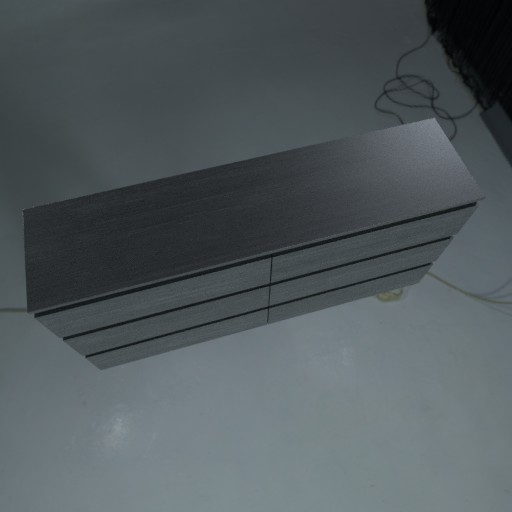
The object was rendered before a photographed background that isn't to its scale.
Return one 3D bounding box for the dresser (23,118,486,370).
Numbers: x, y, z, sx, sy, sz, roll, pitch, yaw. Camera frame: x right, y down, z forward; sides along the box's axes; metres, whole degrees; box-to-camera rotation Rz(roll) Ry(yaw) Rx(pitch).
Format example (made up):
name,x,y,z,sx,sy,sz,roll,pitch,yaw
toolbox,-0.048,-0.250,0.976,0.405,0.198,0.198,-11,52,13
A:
name,x,y,z,sx,sy,sz,roll,pitch,yaw
dresser,0.000,0.000,1.919,1.590,0.795,0.400,-14,63,-7
